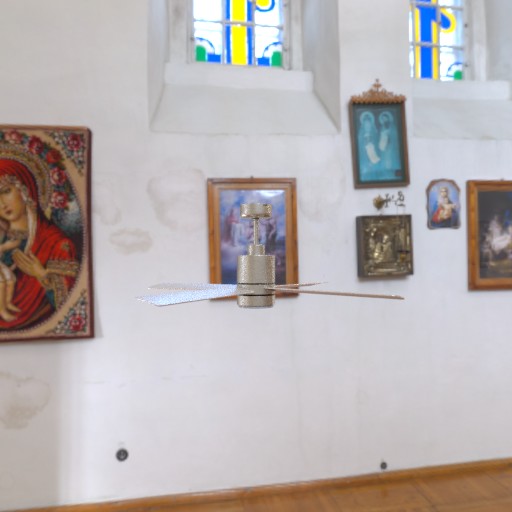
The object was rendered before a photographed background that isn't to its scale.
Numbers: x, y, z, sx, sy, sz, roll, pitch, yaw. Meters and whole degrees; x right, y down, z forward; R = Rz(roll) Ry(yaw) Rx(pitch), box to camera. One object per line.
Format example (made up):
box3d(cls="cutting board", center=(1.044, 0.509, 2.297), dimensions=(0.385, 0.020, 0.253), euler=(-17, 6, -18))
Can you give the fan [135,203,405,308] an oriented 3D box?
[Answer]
box3d(cls="fan", center=(0.000, 0.000, 2.355), dimensions=(1.525, 0.539, 1.525), euler=(0, 0, 35))
